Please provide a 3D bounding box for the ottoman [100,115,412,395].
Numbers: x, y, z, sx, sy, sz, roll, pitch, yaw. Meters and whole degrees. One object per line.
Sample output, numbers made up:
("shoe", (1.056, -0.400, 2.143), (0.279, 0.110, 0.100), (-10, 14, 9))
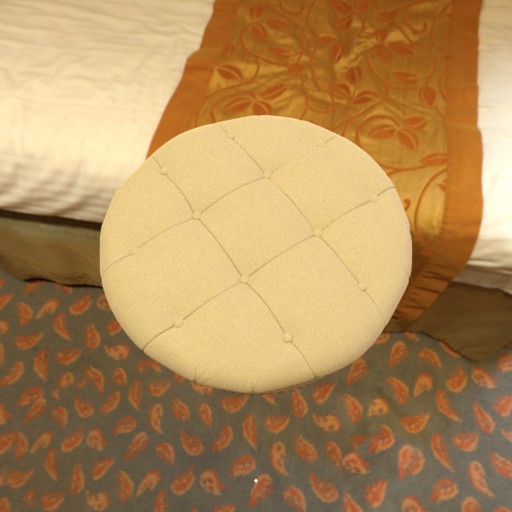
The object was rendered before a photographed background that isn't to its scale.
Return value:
("ottoman", (0.000, 0.000, 1.415), (0.901, 0.439, 0.901), (0, 63, 0))
